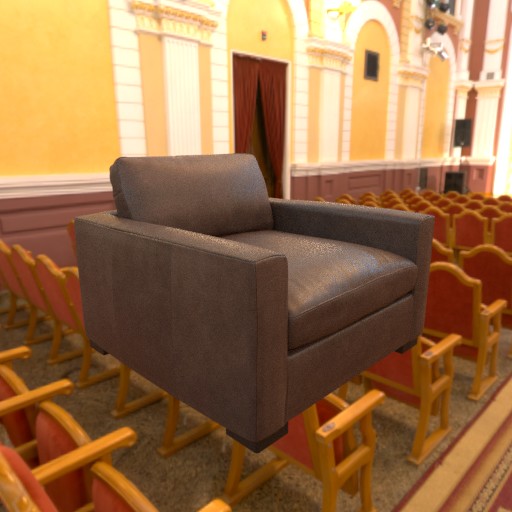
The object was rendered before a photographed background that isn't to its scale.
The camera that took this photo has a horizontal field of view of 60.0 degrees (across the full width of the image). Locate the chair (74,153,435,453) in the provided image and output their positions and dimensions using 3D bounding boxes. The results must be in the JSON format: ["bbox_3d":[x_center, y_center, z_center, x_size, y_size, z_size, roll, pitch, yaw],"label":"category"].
[{"bbox_3d":[0.000,0.000,1.826,1.069,0.812,1.100,13,19,43],"label":"chair"}]
